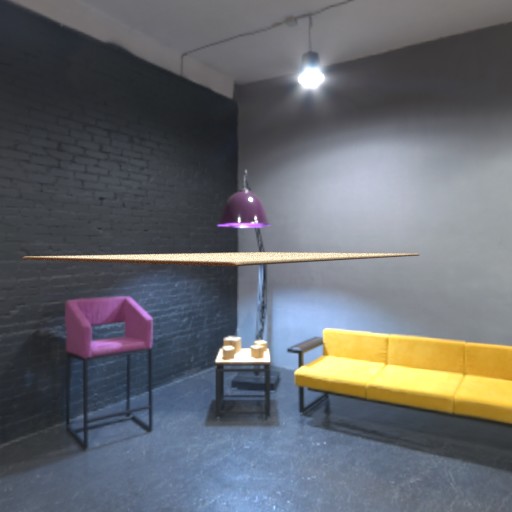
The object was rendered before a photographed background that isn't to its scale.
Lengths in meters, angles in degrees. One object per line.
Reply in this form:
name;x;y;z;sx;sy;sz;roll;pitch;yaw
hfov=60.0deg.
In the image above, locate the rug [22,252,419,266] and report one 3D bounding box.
rug;0.000;0.000;2.100;1.062;0.013;1.667;1;1;35
